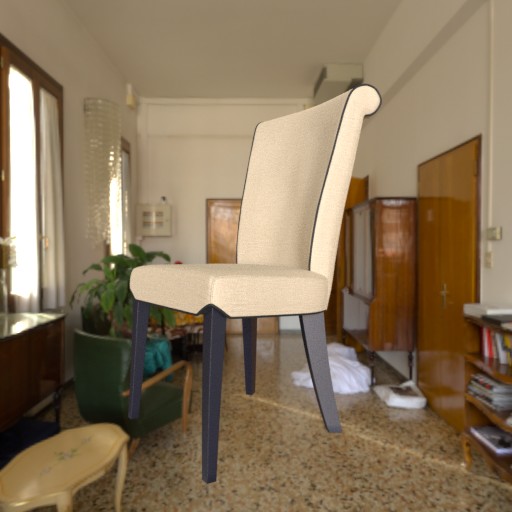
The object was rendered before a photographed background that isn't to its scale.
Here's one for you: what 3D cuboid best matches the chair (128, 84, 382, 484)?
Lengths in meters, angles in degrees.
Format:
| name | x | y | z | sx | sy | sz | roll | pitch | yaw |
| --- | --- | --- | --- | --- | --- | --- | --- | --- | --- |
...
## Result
| name | x | y | z | sx | sy | sz | roll | pitch | yaw |
| --- | --- | --- | --- | --- | --- | --- | --- | --- | --- |
| chair | 0.000 | 0.000 | 1.346 | 0.623 | 0.997 | 0.522 | -1 | 1 | -36 |
